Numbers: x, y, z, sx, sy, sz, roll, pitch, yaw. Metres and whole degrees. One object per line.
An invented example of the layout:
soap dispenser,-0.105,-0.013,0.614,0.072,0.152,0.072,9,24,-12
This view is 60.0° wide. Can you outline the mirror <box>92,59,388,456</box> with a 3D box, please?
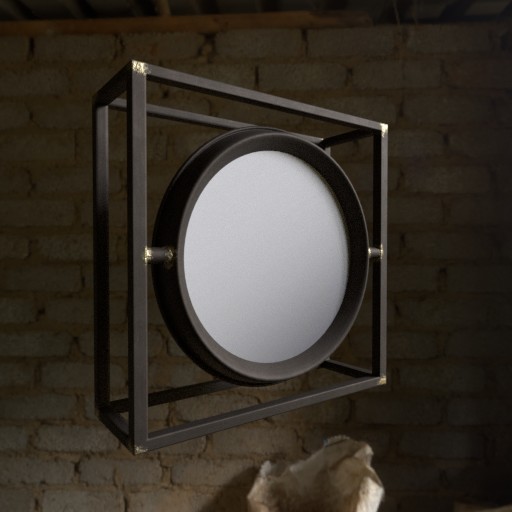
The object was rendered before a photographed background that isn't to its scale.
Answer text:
mirror,0.000,0.000,0.469,0.306,0.303,0.107,-1,2,-36
